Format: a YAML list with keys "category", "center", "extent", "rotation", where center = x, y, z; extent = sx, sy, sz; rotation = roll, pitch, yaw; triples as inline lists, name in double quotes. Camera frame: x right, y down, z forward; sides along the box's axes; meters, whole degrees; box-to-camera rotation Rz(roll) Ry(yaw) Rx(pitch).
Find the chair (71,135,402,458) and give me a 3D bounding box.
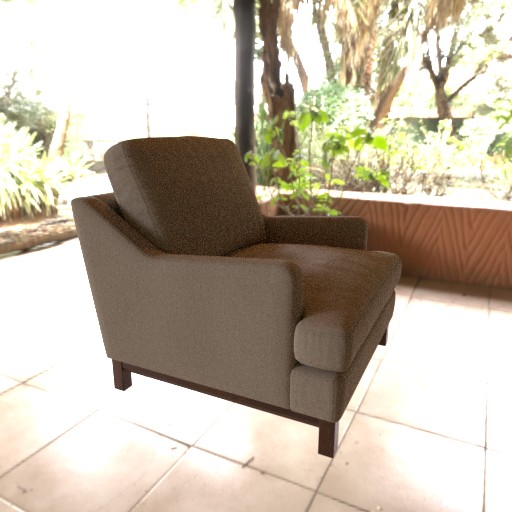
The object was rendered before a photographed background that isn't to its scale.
- category: "chair"
  center: [0.000, 0.000, 1.746]
  extent: [1.001, 0.916, 0.912]
  rotation: [7, 17, 25]
